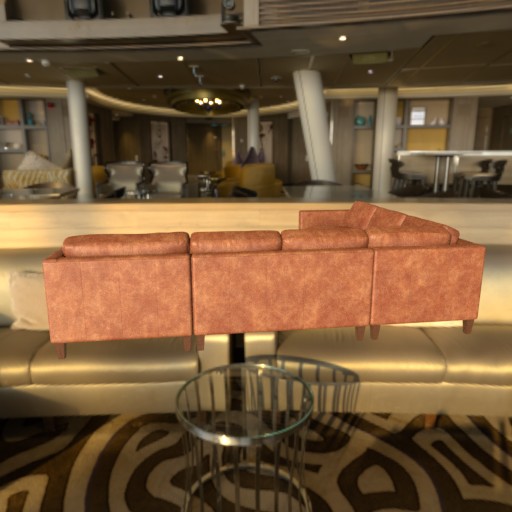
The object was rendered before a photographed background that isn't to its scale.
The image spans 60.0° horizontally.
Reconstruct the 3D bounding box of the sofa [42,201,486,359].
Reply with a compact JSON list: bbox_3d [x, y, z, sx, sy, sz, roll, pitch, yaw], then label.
[{"bbox_3d":[0.000,0.000,4.498,3.324,0.888,2.452,-2,13,-8],"label":"sofa"}]
